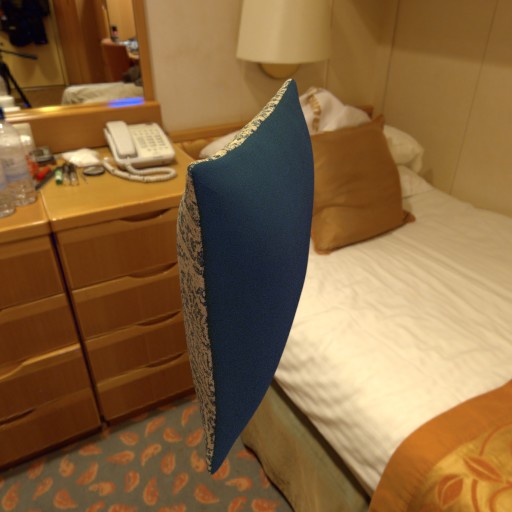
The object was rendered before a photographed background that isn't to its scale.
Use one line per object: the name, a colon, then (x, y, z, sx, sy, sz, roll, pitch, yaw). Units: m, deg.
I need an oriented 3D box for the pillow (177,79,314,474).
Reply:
pillow: (0.000, 0.000, 0.780, 0.166, 0.510, 0.523, 8, 32, 13)
